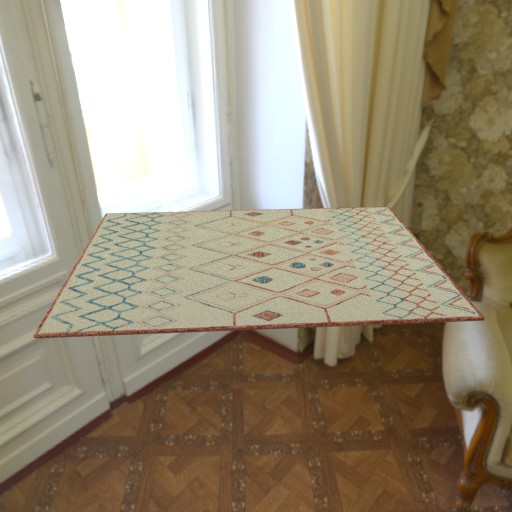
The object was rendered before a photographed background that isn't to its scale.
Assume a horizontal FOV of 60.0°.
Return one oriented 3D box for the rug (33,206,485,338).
[{"bbox_3d":[0.000,0.000,2.319,1.829,0.016,1.219,-2,29,-3],"label":"rug"}]
